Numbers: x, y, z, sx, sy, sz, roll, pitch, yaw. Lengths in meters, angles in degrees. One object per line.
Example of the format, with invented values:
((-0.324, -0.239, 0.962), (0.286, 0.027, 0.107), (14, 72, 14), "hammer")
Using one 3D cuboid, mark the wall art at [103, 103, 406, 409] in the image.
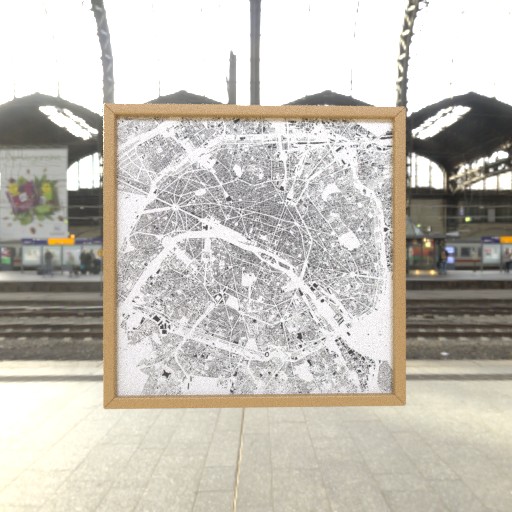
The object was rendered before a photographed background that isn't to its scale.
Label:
((0.000, 0.000, 0.763), (0.509, 0.509, 0.036), (0, 0, -2), "wall art")
